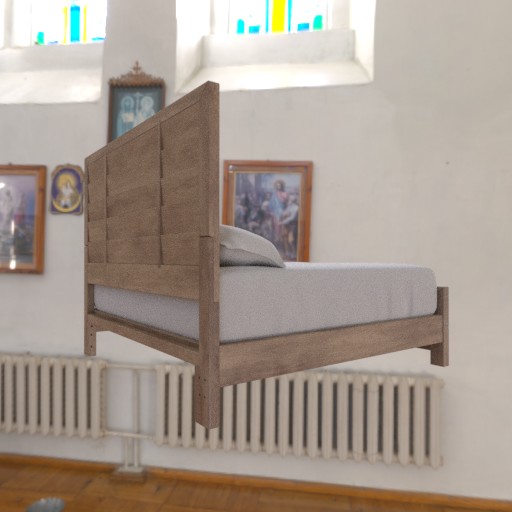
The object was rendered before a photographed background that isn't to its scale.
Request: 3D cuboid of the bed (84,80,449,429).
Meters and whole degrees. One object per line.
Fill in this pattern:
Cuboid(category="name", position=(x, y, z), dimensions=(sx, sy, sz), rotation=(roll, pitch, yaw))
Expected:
Cuboid(category="bed", position=(0.000, 0.000, 3.486), dimensions=(2.062, 1.626, 2.032), rotation=(0, 0, -37))
